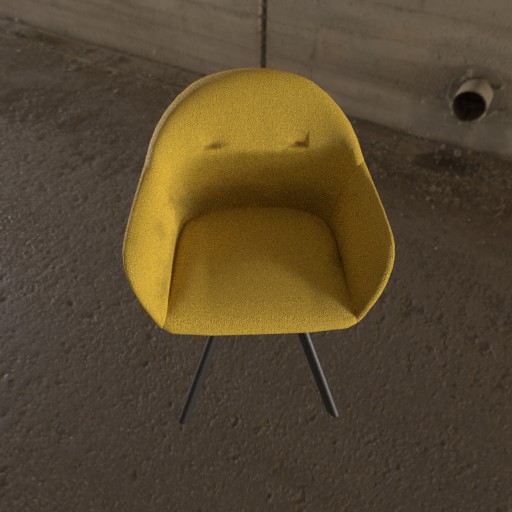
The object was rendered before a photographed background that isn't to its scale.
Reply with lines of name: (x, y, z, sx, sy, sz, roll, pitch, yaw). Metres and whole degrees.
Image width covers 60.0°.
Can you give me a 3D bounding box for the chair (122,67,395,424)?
chair: (0.000, 0.000, 1.173, 0.545, 0.775, 0.565, -2, 47, -1)
